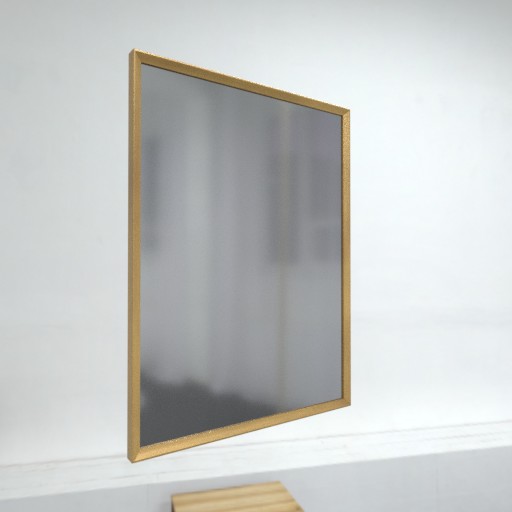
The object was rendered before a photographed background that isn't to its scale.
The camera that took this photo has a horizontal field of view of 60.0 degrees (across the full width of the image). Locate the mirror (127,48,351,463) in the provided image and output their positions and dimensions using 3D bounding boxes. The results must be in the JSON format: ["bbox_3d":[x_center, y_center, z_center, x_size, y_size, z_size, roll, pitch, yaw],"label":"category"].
[{"bbox_3d":[0.000,0.000,1.318,0.762,1.016,0.041,0,-1,-35],"label":"mirror"}]
